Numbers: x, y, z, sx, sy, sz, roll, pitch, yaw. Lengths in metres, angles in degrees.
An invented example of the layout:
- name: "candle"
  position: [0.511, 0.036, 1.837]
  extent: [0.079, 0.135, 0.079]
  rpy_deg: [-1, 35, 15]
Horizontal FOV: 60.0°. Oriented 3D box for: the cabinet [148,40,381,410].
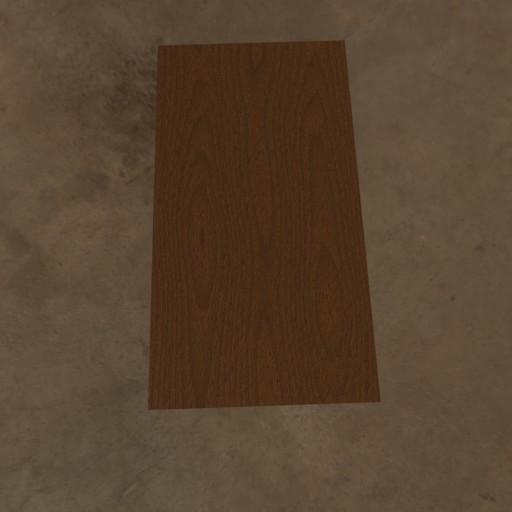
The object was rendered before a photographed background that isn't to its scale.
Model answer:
- name: "cabinet"
  position: [0.000, 0.000, 1.180]
  extent: [0.388, 0.748, 0.712]
  rpy_deg: [-2, 75, 0]
